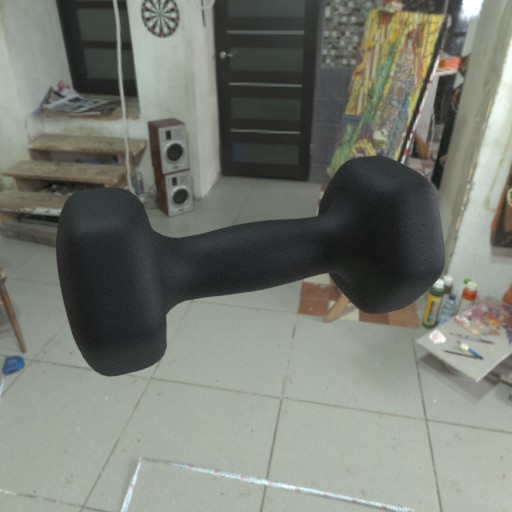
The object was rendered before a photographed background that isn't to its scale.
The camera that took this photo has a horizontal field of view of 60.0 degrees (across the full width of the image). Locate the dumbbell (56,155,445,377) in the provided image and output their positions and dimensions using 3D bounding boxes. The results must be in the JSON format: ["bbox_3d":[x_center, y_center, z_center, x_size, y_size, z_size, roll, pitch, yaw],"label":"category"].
[{"bbox_3d":[0.000,0.000,0.285,0.231,0.101,0.112,-10,32,-16],"label":"dumbbell"}]
